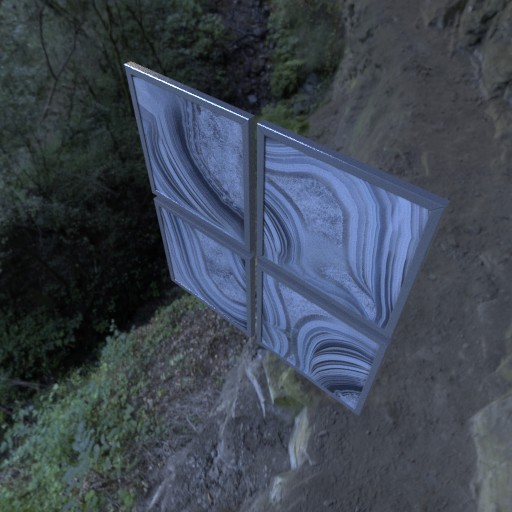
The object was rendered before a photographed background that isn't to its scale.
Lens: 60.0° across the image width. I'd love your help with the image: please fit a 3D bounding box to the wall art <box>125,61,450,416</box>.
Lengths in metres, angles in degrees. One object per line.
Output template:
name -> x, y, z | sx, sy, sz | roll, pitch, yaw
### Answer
wall art -> 0.000, 0.000, 1.643 | 1.118, 1.118, 0.029 | 32, 55, 26
